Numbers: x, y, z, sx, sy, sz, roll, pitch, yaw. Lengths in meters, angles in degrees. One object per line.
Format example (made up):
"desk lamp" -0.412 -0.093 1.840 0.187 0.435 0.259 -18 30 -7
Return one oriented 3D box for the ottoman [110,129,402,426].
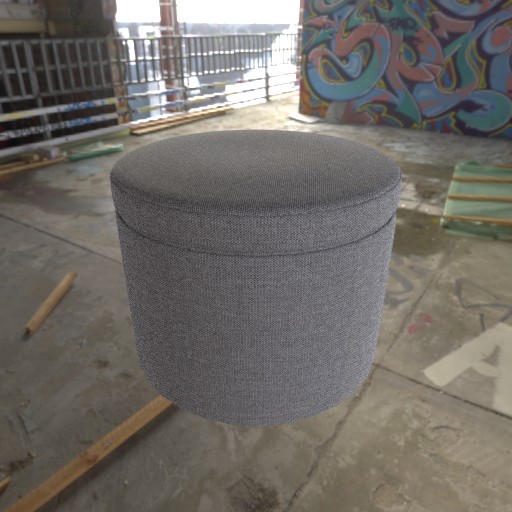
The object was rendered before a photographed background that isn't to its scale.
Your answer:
"ottoman" 0.000 0.000 0.869 0.500 0.419 0.500 0 28 0
